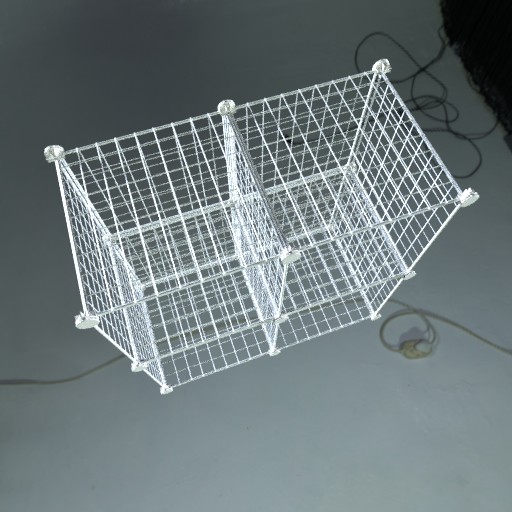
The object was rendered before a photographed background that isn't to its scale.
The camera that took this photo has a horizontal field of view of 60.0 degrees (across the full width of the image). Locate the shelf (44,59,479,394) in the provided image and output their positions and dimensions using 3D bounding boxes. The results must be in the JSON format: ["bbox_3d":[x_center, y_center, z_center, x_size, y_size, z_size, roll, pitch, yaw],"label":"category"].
[{"bbox_3d":[0.000,0.000,1.114,0.711,0.711,0.356,-18,66,-8],"label":"shelf"}]
